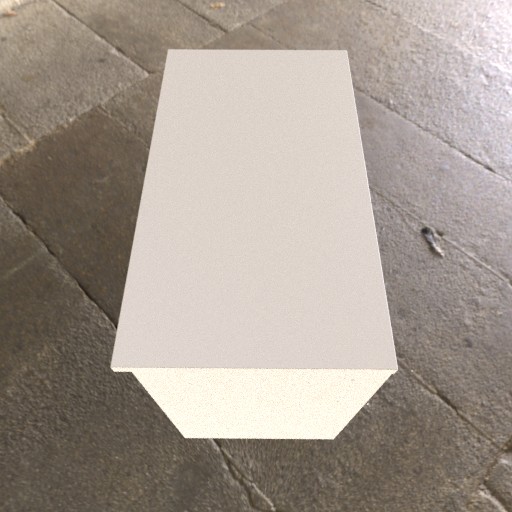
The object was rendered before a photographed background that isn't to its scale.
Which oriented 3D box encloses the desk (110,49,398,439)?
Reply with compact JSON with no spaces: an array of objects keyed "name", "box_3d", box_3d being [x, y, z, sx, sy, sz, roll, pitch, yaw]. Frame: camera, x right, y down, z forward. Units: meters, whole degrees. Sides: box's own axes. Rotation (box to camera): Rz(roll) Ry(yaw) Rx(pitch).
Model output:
[{"name":"desk","box_3d":[0.000,0.000,1.311,0.498,0.729,0.900,0,59,0]}]
